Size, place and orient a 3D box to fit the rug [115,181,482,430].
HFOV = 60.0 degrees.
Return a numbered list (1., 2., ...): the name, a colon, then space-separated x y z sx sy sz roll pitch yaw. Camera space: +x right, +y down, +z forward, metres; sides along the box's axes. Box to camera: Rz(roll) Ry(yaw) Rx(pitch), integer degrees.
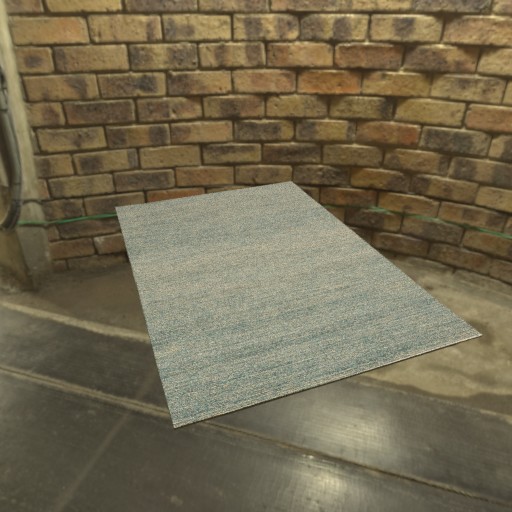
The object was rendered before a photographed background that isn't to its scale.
1. rug: 0.000 0.000 5.172 2.802 0.052 4.078 -11 32 -18
